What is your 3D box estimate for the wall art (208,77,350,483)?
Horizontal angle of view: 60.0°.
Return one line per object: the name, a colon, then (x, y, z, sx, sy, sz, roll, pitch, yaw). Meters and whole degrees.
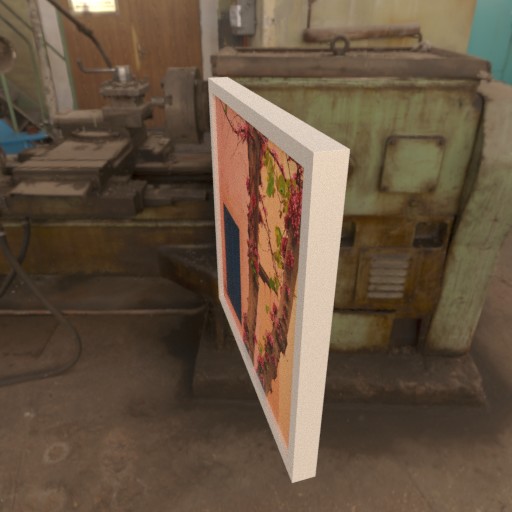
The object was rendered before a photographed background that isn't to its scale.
wall art: (0.000, 0.000, 0.761, 0.038, 0.508, 0.507, -8, 31, -14)
